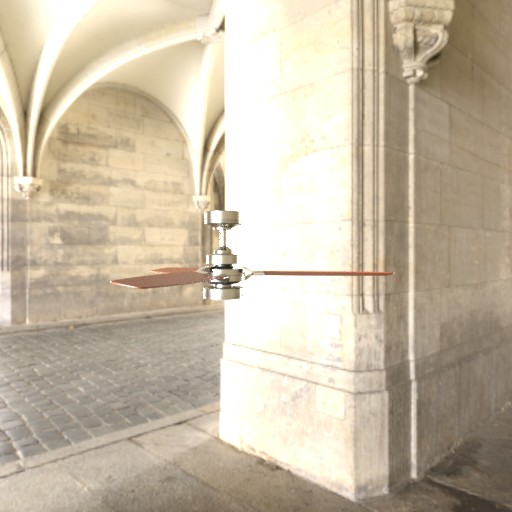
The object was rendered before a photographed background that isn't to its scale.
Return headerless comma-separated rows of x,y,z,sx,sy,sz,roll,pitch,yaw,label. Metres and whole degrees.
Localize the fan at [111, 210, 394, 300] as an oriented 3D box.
0.000,0.000,2.040,1.271,0.410,1.416,0,0,0,fan
